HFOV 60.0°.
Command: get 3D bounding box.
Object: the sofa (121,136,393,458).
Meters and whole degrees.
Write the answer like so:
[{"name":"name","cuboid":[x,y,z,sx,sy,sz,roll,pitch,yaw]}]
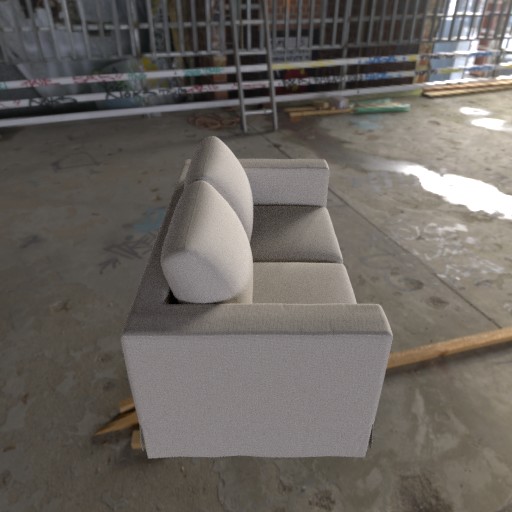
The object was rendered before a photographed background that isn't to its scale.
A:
[{"name":"sofa","cuboid":[0.000,0.000,2.446,1.009,0.932,1.813,0,33,0]}]
